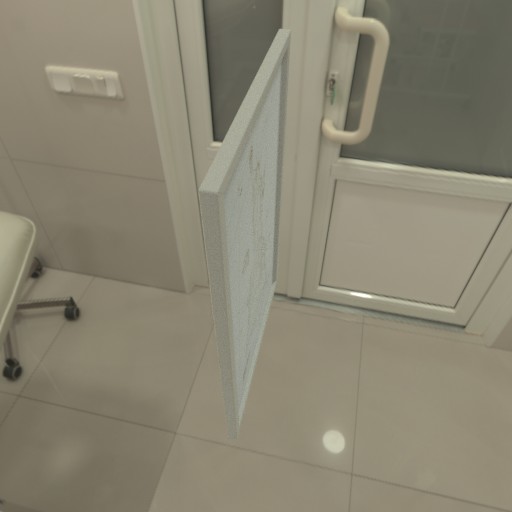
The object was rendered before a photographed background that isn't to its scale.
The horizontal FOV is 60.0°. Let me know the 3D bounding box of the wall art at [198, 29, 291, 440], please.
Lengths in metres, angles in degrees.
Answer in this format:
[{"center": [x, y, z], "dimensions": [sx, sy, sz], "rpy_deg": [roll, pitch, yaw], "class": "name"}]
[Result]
[{"center": [0.000, 0.000, 1.511], "dimensions": [0.038, 1.183, 0.808], "rpy_deg": [9, 47, 9], "class": "wall art"}]
